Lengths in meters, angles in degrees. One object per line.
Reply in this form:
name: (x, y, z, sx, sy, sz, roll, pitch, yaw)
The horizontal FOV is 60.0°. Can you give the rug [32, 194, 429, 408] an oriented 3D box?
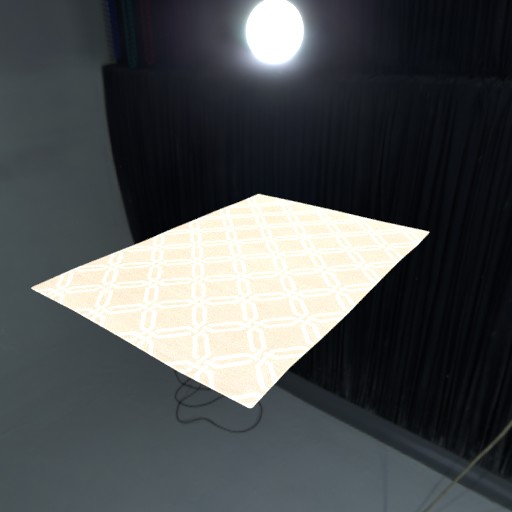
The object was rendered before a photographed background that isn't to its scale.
rug: (0.000, 0.000, 2.793, 1.524, 0.013, 2.135, 17, 30, 32)
